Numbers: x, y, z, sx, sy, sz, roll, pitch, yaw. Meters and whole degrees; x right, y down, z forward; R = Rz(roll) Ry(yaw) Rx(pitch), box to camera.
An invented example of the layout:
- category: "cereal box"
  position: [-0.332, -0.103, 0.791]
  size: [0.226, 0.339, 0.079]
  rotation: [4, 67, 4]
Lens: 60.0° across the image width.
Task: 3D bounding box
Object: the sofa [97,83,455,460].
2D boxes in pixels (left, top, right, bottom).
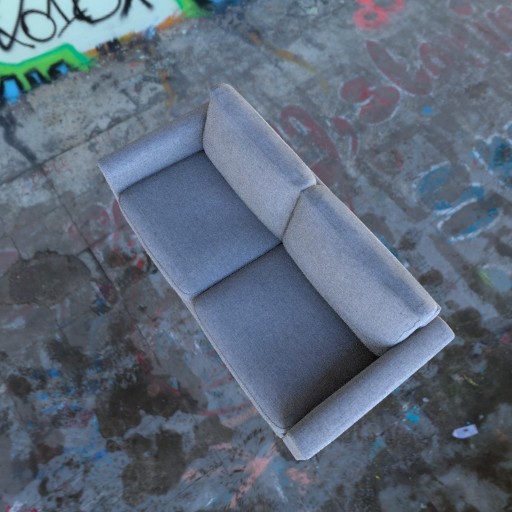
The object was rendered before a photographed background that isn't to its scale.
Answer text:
- category: "sofa"
  position: [0.000, 0.000, 2.506]
  size: [0.969, 0.892, 1.978]
  rotation: [-33, 69, -14]
